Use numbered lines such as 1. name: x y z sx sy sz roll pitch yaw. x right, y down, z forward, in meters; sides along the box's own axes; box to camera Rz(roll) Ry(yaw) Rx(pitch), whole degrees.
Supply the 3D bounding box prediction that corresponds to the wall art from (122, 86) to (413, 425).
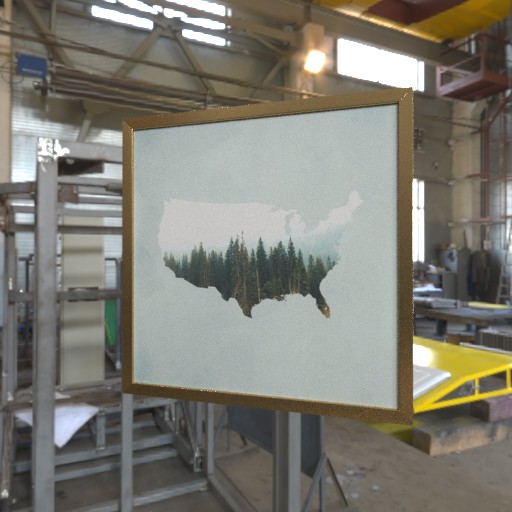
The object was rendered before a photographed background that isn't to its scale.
1. wall art: 0.000 0.000 0.763 0.509 0.509 0.040 0 0 18
